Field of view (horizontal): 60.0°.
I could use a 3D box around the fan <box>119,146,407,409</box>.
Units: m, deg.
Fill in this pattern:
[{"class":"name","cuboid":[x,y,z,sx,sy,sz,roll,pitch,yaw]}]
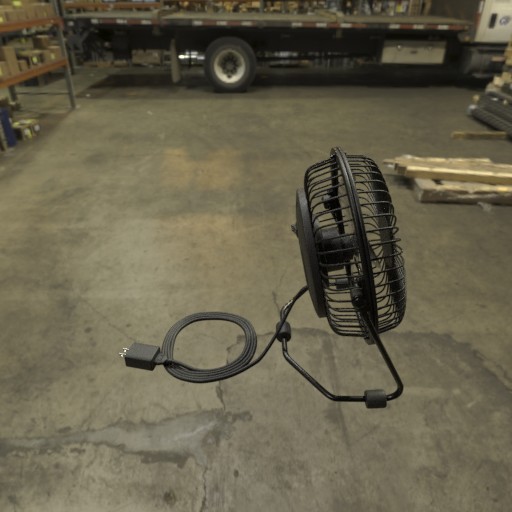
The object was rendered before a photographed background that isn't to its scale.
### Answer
[{"class":"fan","cuboid":[0.000,0.000,0.315,0.202,0.152,0.153,0,31,0]}]
